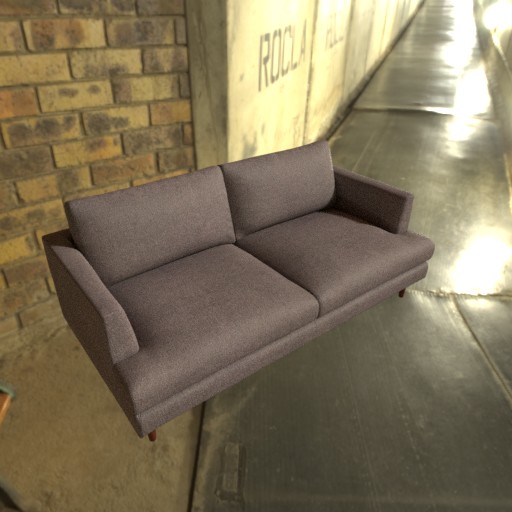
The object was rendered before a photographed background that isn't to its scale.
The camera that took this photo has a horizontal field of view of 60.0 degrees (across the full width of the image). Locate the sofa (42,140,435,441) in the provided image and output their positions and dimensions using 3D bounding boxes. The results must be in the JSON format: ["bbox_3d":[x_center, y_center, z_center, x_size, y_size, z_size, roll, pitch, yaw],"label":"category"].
[{"bbox_3d":[0.000,0.000,2.471,1.948,0.868,1.020,-21,37,-32],"label":"sofa"}]
